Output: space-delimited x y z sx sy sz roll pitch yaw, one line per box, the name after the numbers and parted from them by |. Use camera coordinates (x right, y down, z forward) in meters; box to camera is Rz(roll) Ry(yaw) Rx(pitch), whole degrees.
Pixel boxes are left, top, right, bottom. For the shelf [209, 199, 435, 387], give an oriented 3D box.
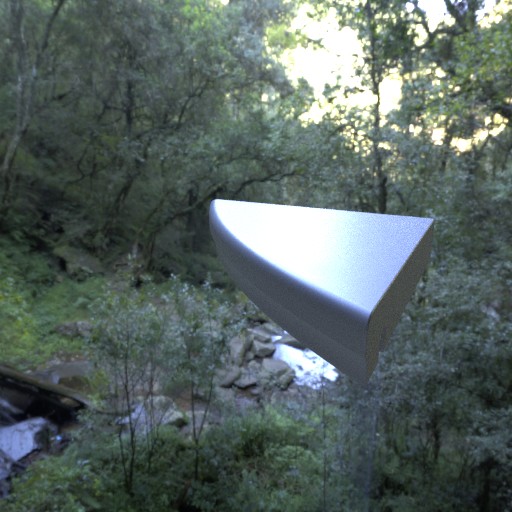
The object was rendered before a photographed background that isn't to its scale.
0.000 0.000 0.458 0.310 0.050 0.310 8 19 26 | shelf
